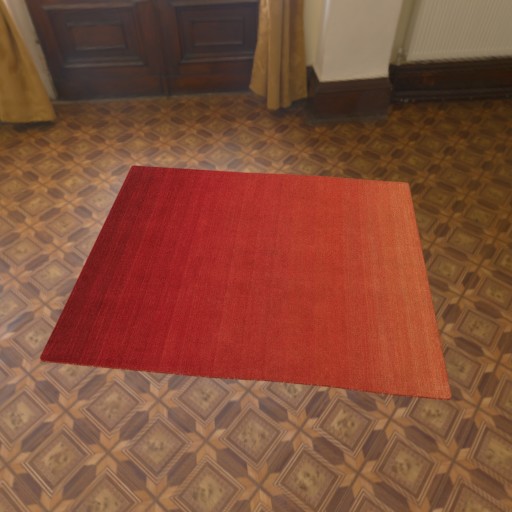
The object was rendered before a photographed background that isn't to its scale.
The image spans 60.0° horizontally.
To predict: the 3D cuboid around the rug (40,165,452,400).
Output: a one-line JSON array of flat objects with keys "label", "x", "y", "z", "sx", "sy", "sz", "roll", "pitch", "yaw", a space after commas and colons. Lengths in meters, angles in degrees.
[{"label": "rug", "x": 0.000, "y": 0.000, "z": 3.866, "sx": 2.905, "sy": 0.028, "sz": 2.340, "roll": 4, "pitch": 48, "yaw": 4}]
